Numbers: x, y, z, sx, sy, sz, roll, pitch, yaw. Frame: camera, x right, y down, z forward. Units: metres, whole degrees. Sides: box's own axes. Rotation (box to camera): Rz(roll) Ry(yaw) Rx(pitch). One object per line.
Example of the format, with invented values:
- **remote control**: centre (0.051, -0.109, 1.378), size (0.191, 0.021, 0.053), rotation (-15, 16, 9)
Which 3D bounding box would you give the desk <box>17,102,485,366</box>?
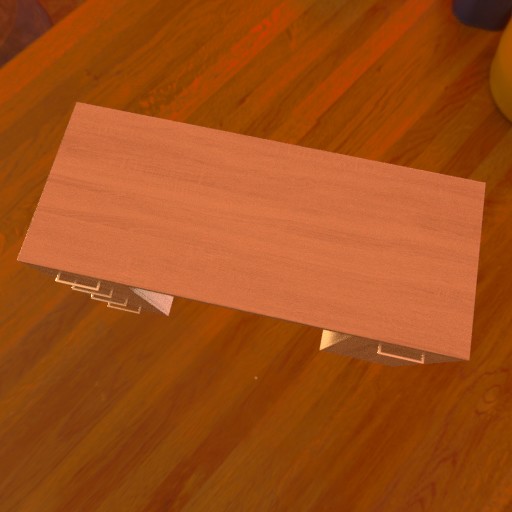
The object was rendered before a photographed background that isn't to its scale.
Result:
- **desk**: centre (0.000, 0.000, 1.749), size (1.390, 0.740, 0.600), rotation (12, 75, 3)
